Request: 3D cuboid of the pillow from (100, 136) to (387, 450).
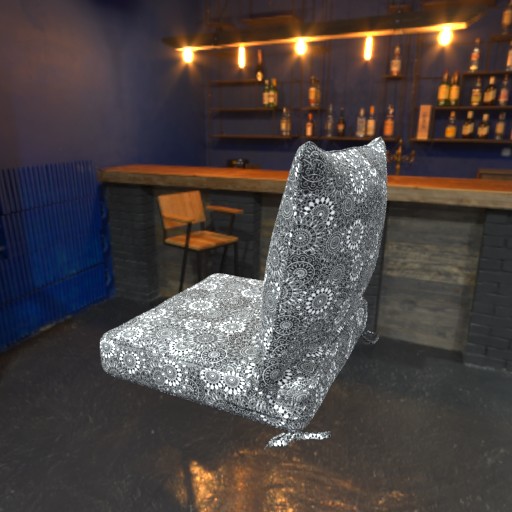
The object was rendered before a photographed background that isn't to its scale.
[{"bbox_3d":[0.000,0.000,1.386,0.740,0.722,0.798,8,18,25],"label":"pillow"}]
